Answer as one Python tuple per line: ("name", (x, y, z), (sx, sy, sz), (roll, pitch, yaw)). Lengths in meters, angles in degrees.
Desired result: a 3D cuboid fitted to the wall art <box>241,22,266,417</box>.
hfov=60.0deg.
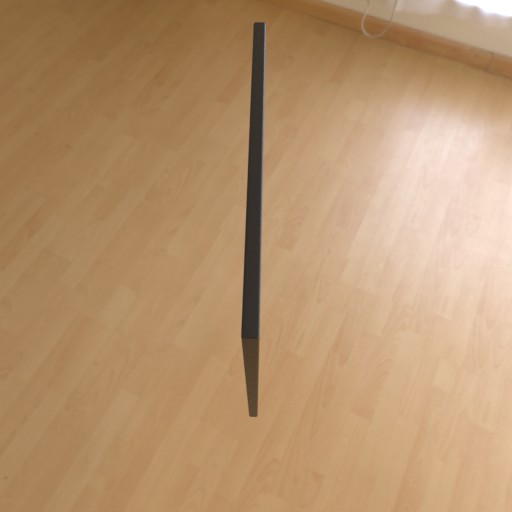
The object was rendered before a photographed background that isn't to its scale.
("wall art", (0.000, 0.000, 0.806), (0.018, 0.582, 0.481), (1, 63, 1))
